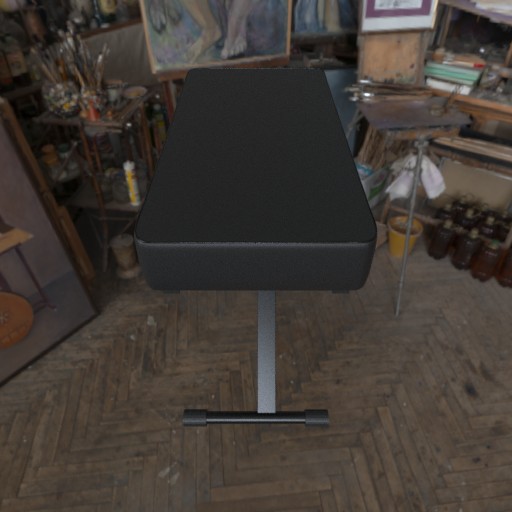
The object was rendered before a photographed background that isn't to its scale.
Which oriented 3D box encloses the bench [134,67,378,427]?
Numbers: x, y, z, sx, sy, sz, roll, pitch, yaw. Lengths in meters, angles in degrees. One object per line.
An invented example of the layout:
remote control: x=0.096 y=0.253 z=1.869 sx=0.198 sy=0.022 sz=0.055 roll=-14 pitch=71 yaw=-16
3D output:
bench: x=0.000 y=0.000 z=0.919 sx=0.300 sy=0.561 sz=0.600 roll=0 pitch=41 yaw=0
